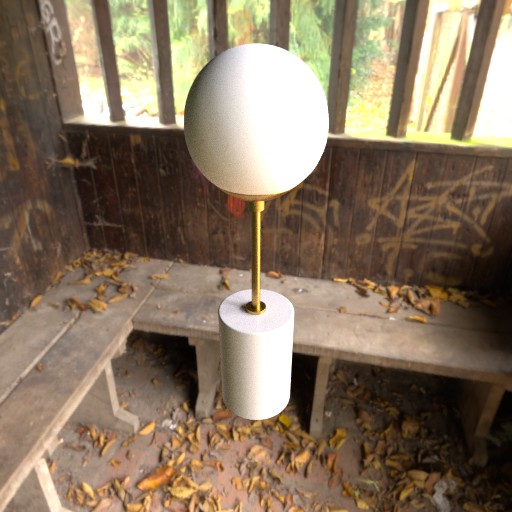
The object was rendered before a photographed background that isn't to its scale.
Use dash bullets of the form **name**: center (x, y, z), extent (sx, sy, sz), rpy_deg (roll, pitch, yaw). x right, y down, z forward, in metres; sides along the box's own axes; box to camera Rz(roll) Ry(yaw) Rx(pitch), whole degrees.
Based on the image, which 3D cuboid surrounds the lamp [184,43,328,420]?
- **lamp**: center (0.000, 0.000, 0.555), extent (0.153, 0.480, 0.153), rpy_deg (0, 30, 0)
